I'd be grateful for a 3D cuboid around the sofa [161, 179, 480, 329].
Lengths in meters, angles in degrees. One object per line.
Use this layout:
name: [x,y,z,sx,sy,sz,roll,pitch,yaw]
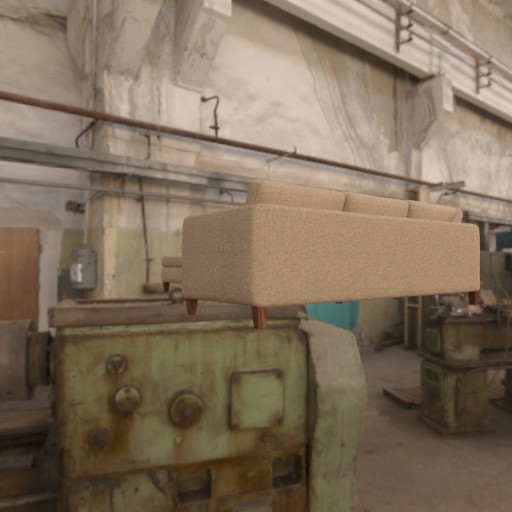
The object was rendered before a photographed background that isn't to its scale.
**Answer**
sofa: [0.000,0.000,4.570,2.551,0.889,3.403,1,-1,-36]
